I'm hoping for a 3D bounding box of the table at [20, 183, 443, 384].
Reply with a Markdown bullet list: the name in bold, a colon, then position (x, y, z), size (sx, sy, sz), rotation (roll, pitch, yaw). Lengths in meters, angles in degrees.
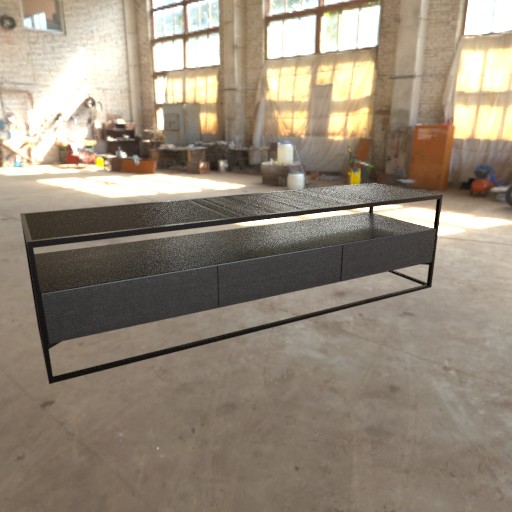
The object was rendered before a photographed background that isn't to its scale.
- **table**: position (0.000, 0.000, 1.639), size (1.486, 0.395, 0.399), rotation (-9, 19, -28)
